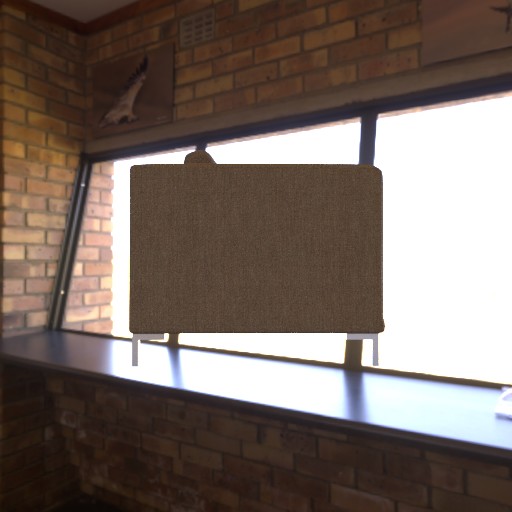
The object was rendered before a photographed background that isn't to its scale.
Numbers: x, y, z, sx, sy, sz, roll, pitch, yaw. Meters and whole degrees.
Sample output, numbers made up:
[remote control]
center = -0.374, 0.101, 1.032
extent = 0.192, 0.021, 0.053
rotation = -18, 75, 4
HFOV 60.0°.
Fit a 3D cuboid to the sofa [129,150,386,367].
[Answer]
[sofa]
center = 0.000, 0.000, 2.853
extent = 0.969, 0.867, 2.415
rotation = 0, -1, 0
